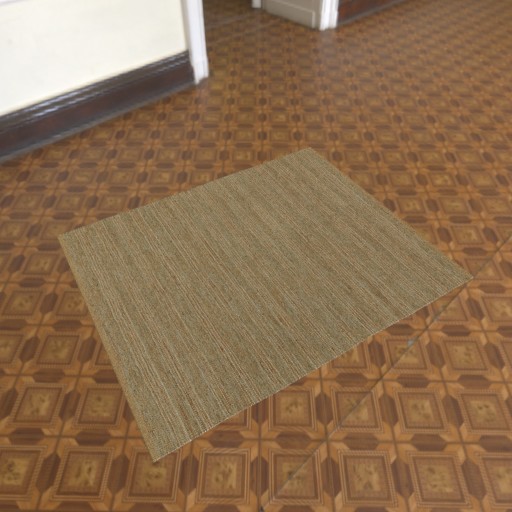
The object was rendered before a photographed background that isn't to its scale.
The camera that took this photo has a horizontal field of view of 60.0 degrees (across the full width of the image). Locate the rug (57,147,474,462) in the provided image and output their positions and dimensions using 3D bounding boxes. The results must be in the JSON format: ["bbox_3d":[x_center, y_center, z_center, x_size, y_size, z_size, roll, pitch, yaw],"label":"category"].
[{"bbox_3d":[0.000,0.000,4.117,3.034,0.012,2.471,-24,51,-21],"label":"rug"}]
